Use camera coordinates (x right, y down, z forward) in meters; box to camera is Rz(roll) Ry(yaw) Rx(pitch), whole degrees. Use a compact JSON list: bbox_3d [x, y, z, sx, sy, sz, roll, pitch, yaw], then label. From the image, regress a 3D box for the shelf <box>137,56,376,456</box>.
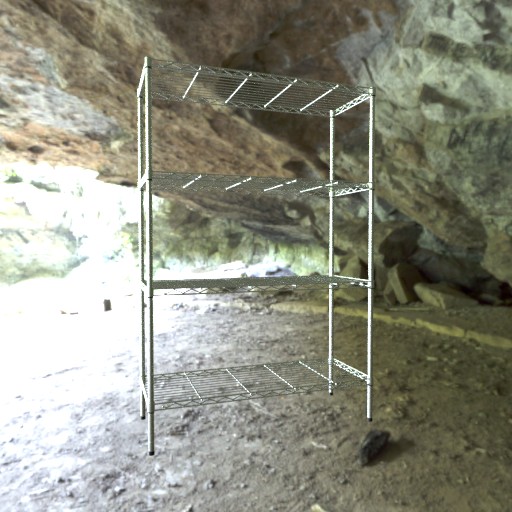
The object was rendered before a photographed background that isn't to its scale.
[{"bbox_3d":[0.000,0.000,1.817,0.907,1.360,0.352,-1,2,-19],"label":"shelf"}]
